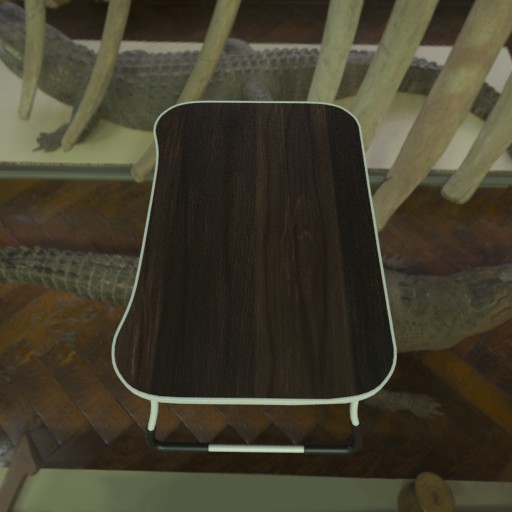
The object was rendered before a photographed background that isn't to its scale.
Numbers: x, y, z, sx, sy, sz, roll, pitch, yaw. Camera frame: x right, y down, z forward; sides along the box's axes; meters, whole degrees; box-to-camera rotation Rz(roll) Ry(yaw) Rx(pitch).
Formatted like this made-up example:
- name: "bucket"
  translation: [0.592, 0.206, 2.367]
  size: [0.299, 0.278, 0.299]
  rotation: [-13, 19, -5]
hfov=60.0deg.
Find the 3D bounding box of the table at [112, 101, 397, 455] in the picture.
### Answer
- name: "table"
  translation: [0.000, 0.000, 0.839]
  size: [0.400, 0.232, 0.660]
  rotation: [1, 58, 0]
